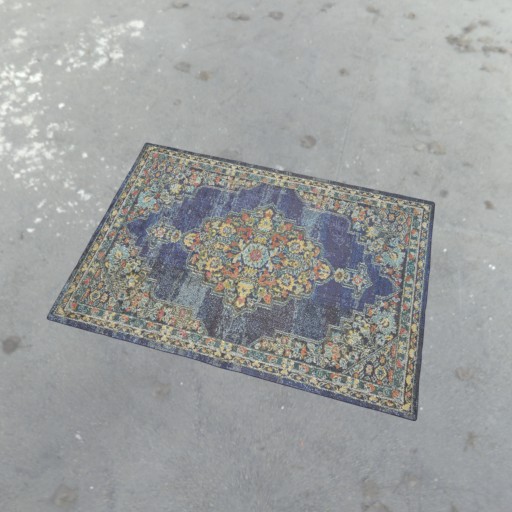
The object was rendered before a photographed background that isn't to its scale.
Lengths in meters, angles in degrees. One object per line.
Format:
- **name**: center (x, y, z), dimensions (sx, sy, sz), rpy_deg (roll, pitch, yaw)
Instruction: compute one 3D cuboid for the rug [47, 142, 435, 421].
- **rug**: center (0.000, 0.000, 3.861), dimensions (2.940, 0.011, 2.053), rpy_deg (13, 59, 8)
